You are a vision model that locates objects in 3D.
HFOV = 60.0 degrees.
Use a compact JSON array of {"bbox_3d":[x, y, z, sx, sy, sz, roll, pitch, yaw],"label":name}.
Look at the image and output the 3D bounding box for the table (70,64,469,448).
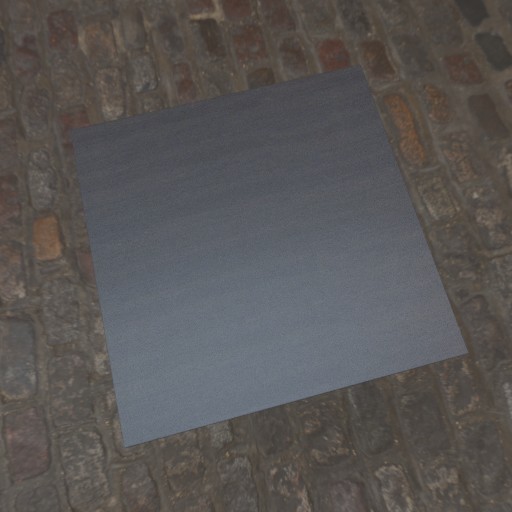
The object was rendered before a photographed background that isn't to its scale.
[{"bbox_3d":[0.000,0.000,1.226,0.762,0.396,0.762,-14,75,-4],"label":"table"}]
